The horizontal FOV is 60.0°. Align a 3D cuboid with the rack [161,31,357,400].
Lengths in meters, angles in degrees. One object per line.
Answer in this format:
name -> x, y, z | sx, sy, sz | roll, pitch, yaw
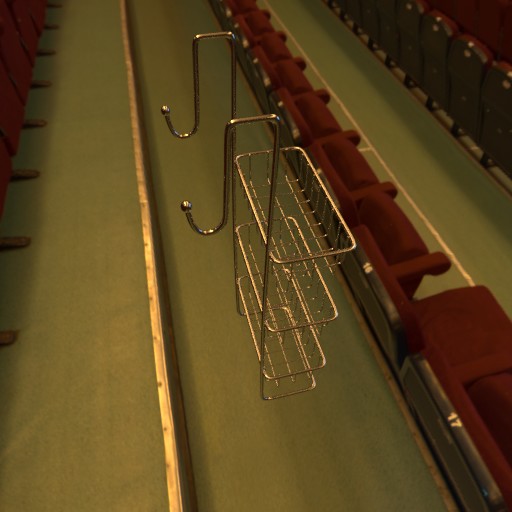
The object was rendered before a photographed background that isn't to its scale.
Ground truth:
rack -> 0.000, 0.000, 0.666 | 0.202, 0.574, 0.228 | -10, 48, -9
